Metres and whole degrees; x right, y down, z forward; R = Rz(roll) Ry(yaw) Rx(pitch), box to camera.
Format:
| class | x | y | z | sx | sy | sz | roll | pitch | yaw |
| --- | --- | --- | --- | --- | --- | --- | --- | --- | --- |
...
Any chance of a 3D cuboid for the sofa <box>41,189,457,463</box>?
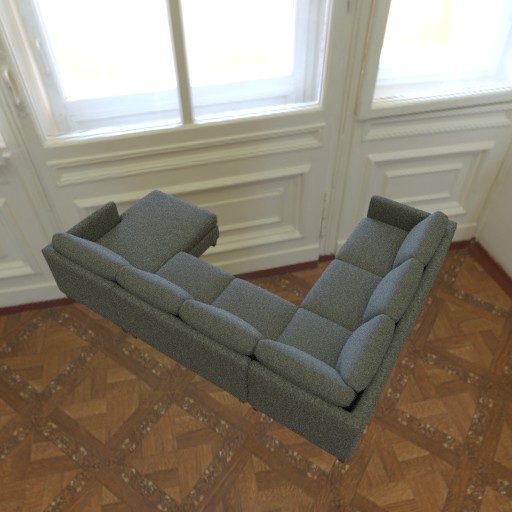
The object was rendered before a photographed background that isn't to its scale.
| class | x | y | z | sx | sy | sz | roll | pitch | yaw |
| --- | --- | --- | --- | --- | --- | --- | --- | --- | --- |
| sofa | 0.000 | 0.000 | 4.480 | 3.238 | 0.853 | 2.551 | 24 | 50 | 22 |
